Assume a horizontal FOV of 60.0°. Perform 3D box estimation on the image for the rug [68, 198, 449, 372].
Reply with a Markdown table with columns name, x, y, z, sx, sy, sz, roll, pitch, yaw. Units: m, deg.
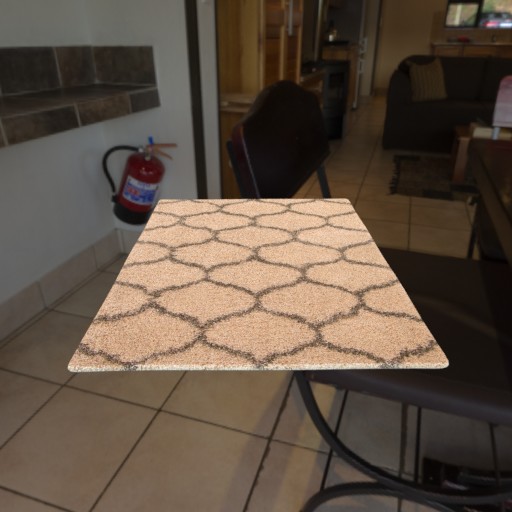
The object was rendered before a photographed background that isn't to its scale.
| name | x | y | z | sx | sy | sz | roll | pitch | yaw |
| --- | --- | --- | --- | --- | --- | --- | --- | --- | --- |
| rug | 0.000 | 0.000 | 2.099 | 1.200 | 0.025 | 1.600 | 0 | 26 | -1 |
